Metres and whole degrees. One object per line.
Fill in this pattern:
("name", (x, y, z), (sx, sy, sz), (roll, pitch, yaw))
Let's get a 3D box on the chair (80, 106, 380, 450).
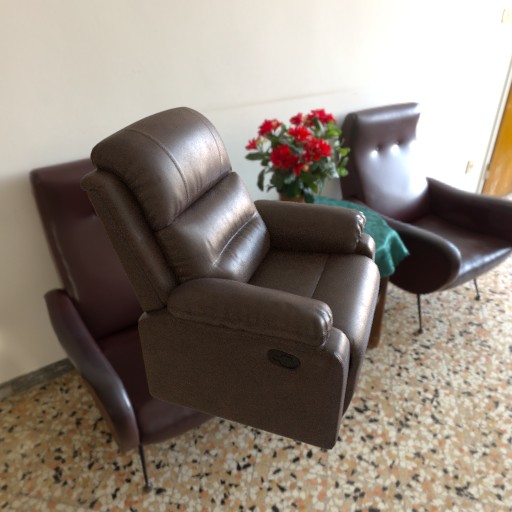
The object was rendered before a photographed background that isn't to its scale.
("chair", (0.000, 0.000, 1.681), (0.919, 0.992, 0.855), (10, 32, 17))
